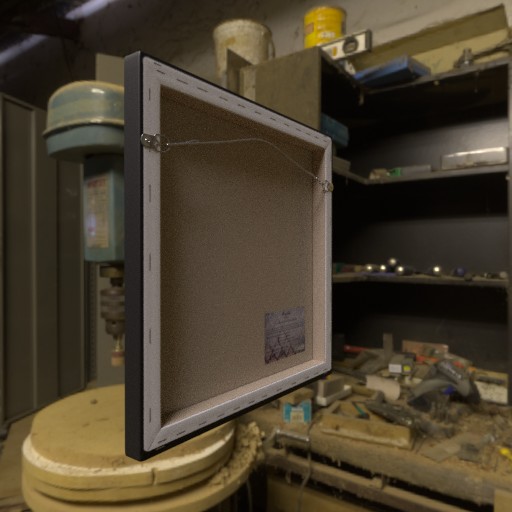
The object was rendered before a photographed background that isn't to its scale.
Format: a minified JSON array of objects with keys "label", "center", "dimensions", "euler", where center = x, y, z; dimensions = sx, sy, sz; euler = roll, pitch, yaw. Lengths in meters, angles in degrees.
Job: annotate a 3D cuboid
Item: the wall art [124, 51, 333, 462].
[{"label":"wall art","center":[0.000,0.000,0.905],"dimensions":[0.043,0.611,0.610],"euler":[0,0,37]}]
